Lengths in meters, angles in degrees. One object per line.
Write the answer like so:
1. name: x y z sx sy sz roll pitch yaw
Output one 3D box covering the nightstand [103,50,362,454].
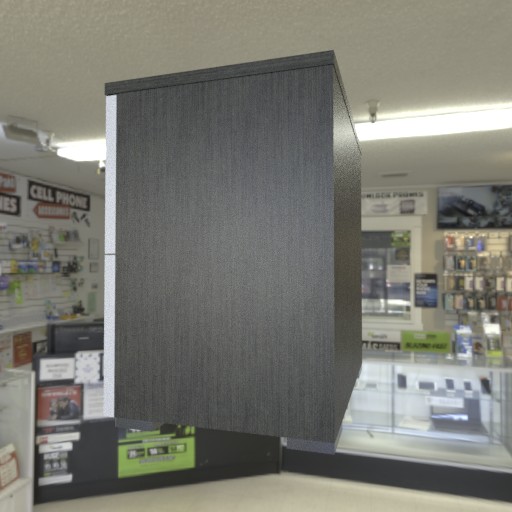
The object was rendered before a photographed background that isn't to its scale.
1. nightstand: 0.000 0.000 0.762 0.325 0.460 0.441 0 -1 17
